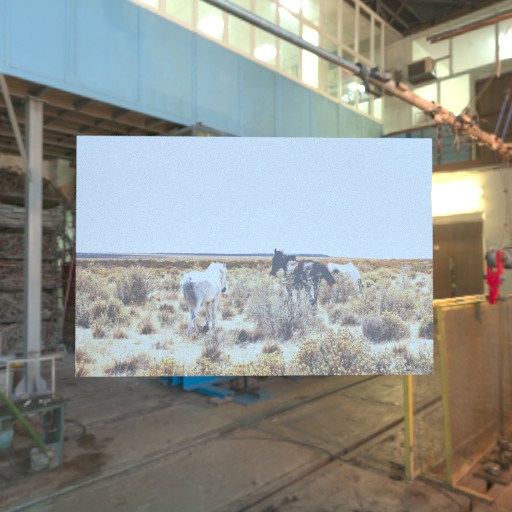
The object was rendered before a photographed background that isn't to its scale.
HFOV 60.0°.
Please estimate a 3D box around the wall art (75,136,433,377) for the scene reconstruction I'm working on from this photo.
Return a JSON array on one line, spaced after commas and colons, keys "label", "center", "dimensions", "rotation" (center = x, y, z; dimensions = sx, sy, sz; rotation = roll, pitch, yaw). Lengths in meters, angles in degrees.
[{"label": "wall art", "center": [0.000, 0.000, 1.438], "dimensions": [1.138, 0.761, 0.051], "rotation": [0, -1, -2]}]
